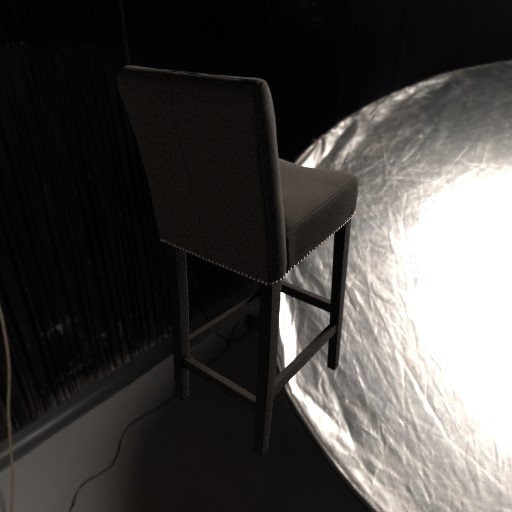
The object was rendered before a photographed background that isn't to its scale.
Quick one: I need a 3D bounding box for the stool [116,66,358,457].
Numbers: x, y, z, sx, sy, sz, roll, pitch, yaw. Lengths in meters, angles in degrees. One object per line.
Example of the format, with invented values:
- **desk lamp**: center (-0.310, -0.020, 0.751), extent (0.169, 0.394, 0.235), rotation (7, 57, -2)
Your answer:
- **stool**: center (0.000, 0.000, 1.303), extent (0.411, 1.047, 0.548), rotation (21, 35, 33)
